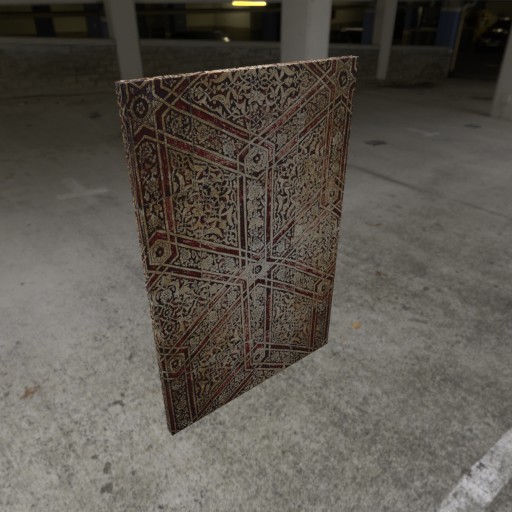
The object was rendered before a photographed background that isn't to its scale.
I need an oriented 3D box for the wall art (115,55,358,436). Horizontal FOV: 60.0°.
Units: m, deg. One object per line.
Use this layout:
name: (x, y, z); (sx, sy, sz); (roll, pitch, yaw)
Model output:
wall art: (0.000, 0.000, 1.142); (0.599, 0.904, 0.030); (-22, 37, -32)
